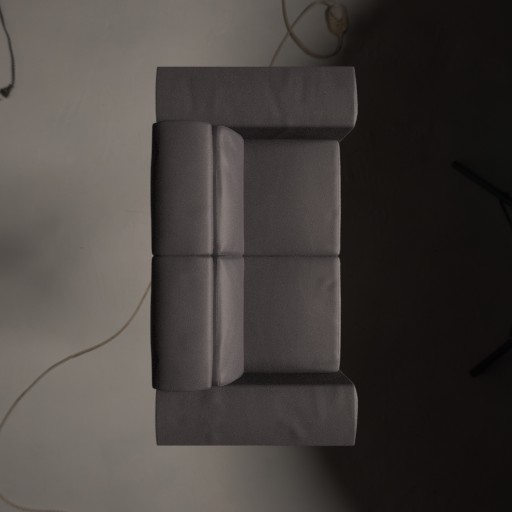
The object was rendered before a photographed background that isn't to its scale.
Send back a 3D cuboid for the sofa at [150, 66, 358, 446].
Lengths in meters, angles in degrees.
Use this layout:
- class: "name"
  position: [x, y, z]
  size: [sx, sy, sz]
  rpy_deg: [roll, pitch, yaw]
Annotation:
- class: "sofa"
  position: [0.000, 0.000, 2.410]
  size: [1.003, 0.779, 1.895]
  rpy_deg: [0, 90, 0]
